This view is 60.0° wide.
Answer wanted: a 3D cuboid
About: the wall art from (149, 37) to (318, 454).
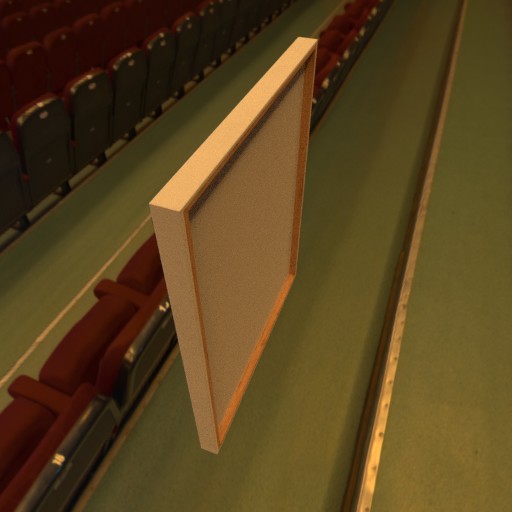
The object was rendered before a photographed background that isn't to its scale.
[{"bbox_3d":[0.000,0.000,0.822,0.037,0.606,0.508,15,47,15],"label":"wall art"}]
